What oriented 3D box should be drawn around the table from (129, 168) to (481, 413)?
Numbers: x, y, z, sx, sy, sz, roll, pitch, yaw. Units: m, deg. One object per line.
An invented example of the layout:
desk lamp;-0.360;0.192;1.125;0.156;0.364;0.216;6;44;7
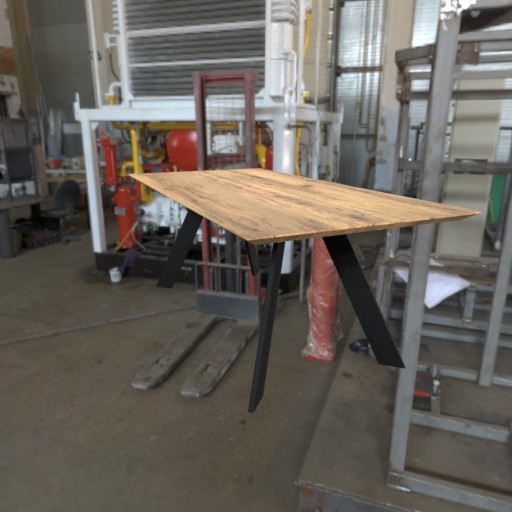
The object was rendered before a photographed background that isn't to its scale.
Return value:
table;0.000;0.000;2.502;1.000;0.770;2.000;-8;18;-24
